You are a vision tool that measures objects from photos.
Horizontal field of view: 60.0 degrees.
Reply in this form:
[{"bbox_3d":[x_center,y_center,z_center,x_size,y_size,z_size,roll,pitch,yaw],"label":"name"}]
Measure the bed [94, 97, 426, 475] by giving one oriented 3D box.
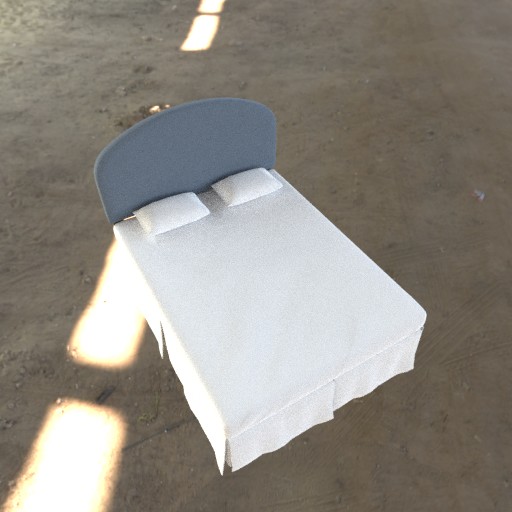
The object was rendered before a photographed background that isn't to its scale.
[{"bbox_3d":[0.000,0.000,3.092,1.607,1.410,2.005,-23,50,-21],"label":"bed"}]
